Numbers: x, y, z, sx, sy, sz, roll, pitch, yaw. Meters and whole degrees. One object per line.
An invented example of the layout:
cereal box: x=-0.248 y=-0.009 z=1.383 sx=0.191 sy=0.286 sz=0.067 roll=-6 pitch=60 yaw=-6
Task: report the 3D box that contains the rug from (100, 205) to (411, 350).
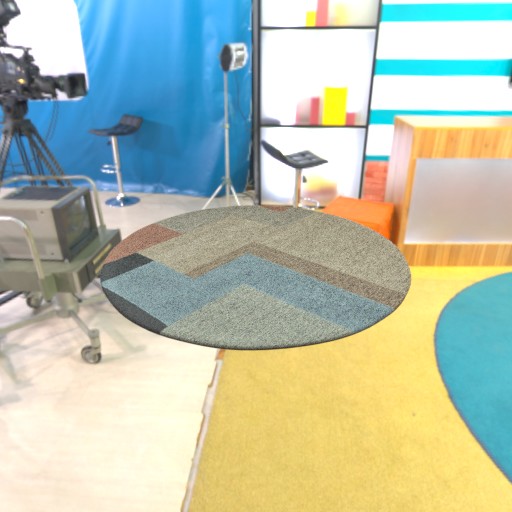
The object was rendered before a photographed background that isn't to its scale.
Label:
rug: x=0.000 y=0.000 z=3.676 sx=2.461 sy=0.033 sz=2.461 roll=0 pitch=26 yaw=0
